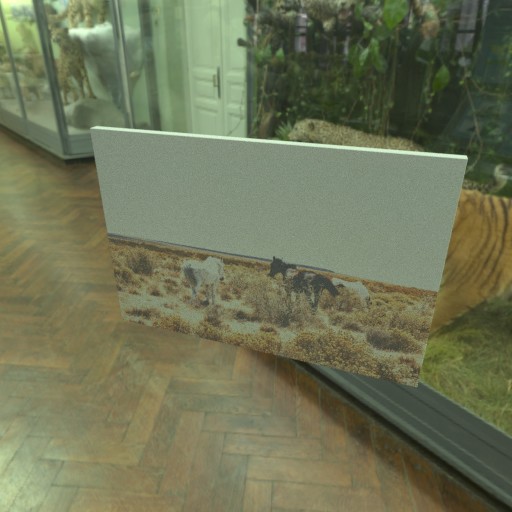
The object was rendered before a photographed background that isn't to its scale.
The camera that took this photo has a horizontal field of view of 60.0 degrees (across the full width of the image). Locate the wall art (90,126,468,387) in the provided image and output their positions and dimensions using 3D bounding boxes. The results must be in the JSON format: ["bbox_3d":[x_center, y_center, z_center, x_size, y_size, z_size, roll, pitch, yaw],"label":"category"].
[{"bbox_3d":[0.000,0.000,1.961,1.520,1.016,0.051,9,29,17],"label":"wall art"}]
